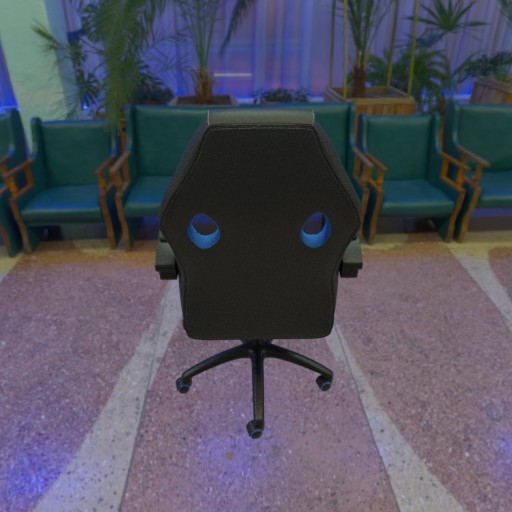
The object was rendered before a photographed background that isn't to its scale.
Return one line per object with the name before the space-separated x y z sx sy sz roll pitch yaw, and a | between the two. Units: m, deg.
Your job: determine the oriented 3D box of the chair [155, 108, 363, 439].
chair | 0.000 0.000 1.627 0.673 1.187 0.724 -1 31 -1
